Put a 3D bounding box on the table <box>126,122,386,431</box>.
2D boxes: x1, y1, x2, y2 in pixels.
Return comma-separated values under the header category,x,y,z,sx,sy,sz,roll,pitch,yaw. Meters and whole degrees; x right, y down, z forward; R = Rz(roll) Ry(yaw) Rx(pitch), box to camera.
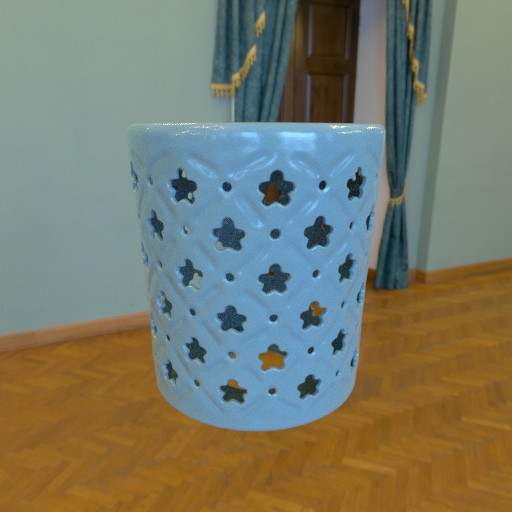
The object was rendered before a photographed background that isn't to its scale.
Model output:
category,x,y,z,sx,sy,sz,roll,pitch,yaw
table,0.000,0.000,0.669,0.352,0.387,0.352,0,16,0
